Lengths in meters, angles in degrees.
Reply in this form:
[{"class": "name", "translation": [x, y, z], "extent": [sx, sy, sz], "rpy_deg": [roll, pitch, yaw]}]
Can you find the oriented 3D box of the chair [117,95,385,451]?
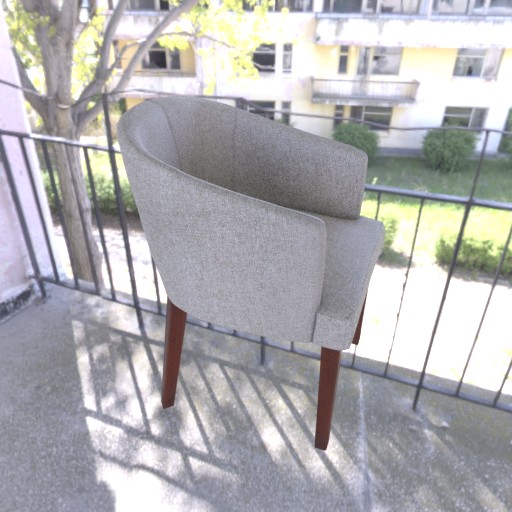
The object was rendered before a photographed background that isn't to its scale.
[{"class": "chair", "translation": [0.000, 0.000, 1.262], "extent": [0.655, 0.811, 0.583], "rpy_deg": [11, 32, 18]}]
